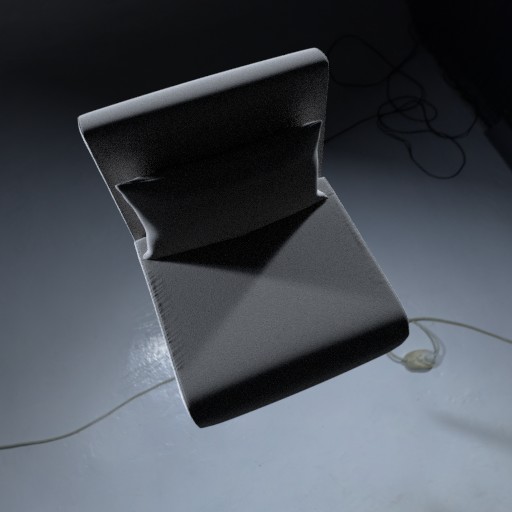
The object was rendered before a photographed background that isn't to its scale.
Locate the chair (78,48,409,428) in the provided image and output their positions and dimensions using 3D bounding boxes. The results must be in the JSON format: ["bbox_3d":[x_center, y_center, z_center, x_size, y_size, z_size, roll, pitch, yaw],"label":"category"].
[{"bbox_3d":[0.000,0.000,1.502,0.770,0.808,0.902,-20,67,-9],"label":"chair"}]
